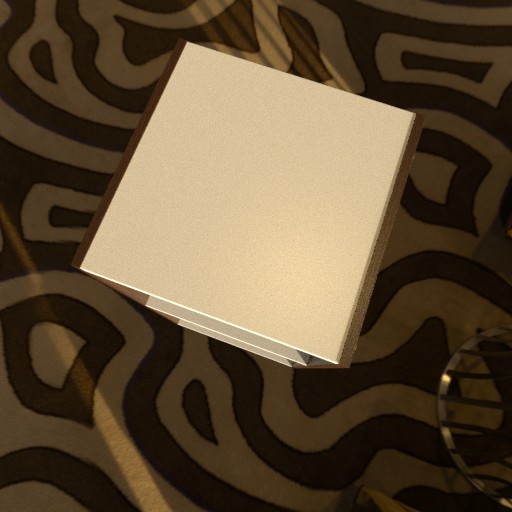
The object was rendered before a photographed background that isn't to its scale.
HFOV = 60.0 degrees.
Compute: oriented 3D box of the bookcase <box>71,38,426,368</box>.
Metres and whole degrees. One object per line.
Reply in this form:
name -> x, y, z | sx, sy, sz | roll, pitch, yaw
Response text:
bookcase -> 0.000, 0.000, 0.763 | 0.300, 0.600, 0.290 | 20, 77, 5
